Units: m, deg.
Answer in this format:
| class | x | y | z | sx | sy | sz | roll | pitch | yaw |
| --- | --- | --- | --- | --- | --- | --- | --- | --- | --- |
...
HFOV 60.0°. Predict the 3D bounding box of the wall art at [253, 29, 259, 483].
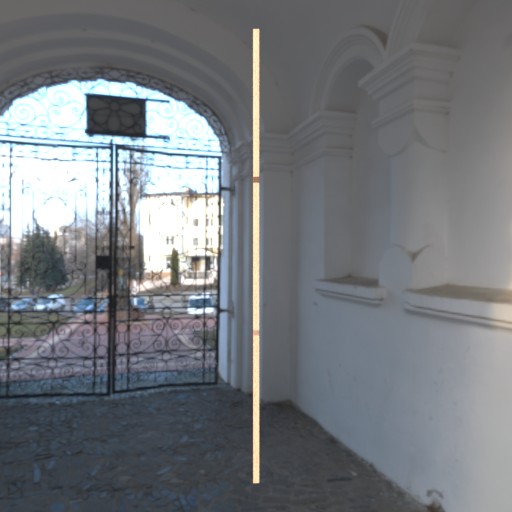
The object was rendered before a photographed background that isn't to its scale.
| class | x | y | z | sx | sy | sz | roll | pitch | yaw |
| --- | --- | --- | --- | --- | --- | --- | --- | --- | --- |
| wall art | 0.000 | 0.000 | 1.785 | 0.016 | 1.207 | 1.217 | 0 | 0 | 0 |
